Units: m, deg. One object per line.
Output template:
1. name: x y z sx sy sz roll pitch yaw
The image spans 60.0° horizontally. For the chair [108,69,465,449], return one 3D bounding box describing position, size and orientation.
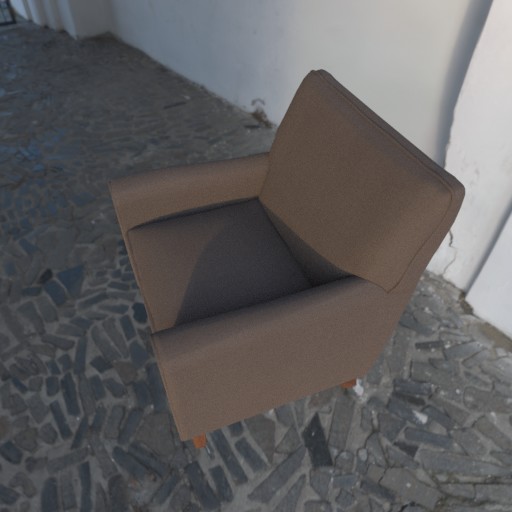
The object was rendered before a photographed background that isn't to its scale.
1. chair: 0.000 0.000 1.550 0.831 0.911 0.836 -16 48 -15
